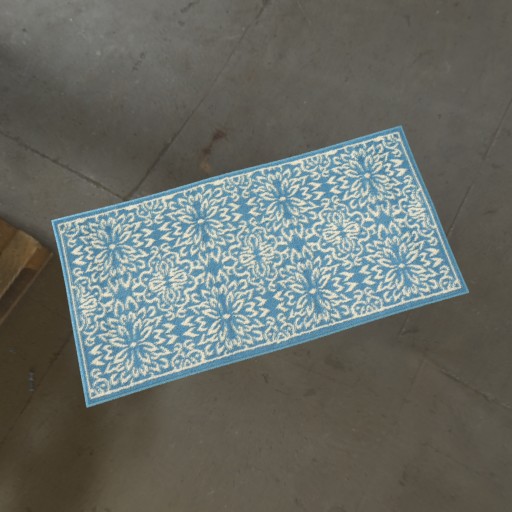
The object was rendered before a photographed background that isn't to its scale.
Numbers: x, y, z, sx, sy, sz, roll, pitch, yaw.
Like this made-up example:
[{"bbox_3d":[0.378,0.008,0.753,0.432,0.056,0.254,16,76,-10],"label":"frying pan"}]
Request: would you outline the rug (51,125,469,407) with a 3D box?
[{"bbox_3d":[0.000,0.000,1.417,1.219,0.007,0.604,-16,77,-4],"label":"rug"}]
